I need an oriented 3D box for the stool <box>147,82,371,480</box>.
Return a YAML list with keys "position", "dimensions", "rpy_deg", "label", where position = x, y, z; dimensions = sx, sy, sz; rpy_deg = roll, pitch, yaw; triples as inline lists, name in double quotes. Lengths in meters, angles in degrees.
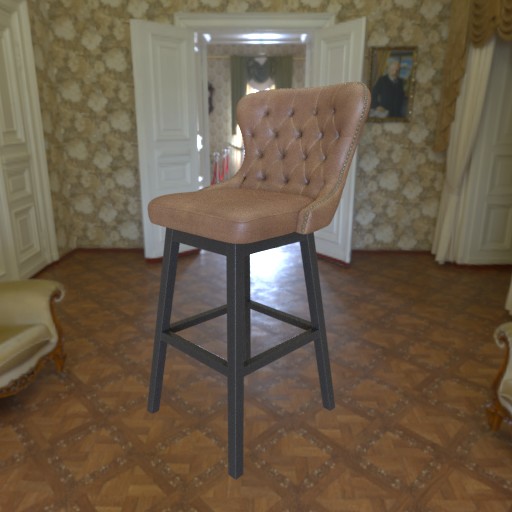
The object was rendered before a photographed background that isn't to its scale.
- position: [0.000, 0.000, 1.409]
  dimensions: [0.528, 1.050, 0.601]
  rpy_deg: [15, 22, 43]
  label: "stool"
